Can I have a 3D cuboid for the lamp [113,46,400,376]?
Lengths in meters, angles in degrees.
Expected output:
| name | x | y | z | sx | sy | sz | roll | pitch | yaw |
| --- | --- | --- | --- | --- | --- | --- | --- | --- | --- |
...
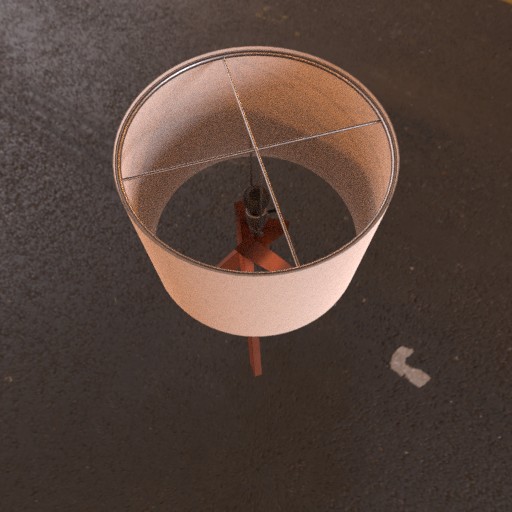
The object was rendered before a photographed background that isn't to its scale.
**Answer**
| name | x | y | z | sx | sy | sz | roll | pitch | yaw |
| --- | --- | --- | --- | --- | --- | --- | --- | --- | --- |
| lamp | 0.000 | 0.000 | 0.901 | 0.380 | 0.686 | 0.380 | -14 | 65 | -7 |
